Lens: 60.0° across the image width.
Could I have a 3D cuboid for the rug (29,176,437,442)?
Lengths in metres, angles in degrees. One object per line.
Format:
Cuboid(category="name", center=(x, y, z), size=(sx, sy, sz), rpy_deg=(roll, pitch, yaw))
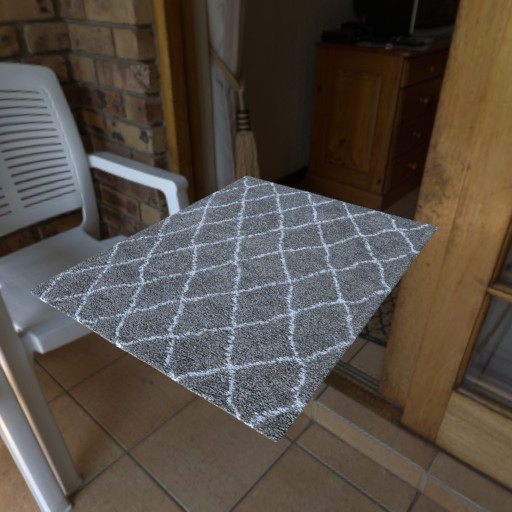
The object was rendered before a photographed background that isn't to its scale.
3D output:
Cuboid(category="rug", center=(0.000, 0.000, 4.095), size=(2.438, 0.029, 3.047), rpy_deg=(21, 38, 29))
